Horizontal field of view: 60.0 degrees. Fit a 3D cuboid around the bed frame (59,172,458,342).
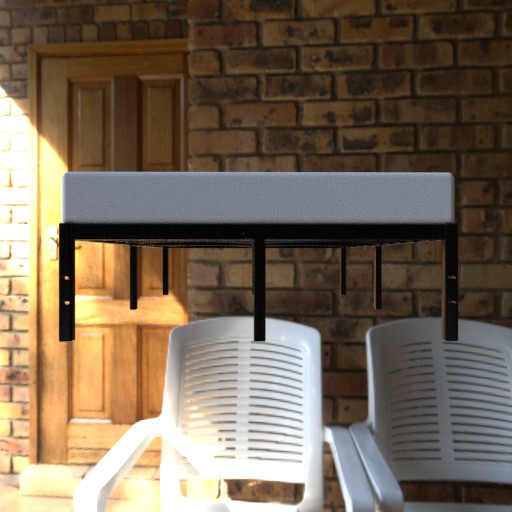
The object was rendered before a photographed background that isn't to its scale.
[{"bbox_3d":[0.000,0.000,2.738,1.557,0.659,2.072,0,0,-1],"label":"bed frame"}]
